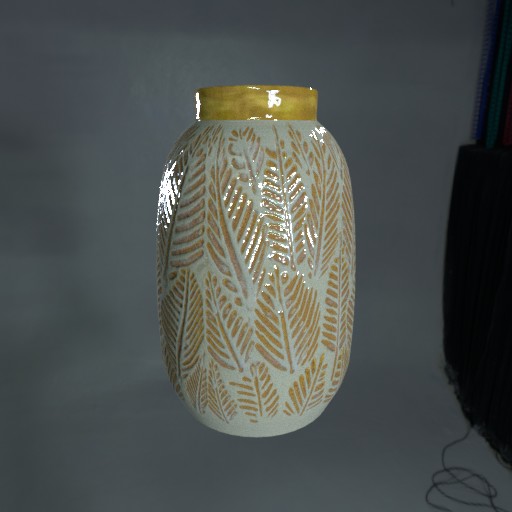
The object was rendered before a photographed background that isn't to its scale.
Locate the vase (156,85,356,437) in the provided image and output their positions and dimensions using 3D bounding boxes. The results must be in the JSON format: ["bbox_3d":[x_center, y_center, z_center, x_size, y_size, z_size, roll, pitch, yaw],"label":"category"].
[{"bbox_3d":[0.000,0.000,0.385,0.172,0.270,0.172,0,16,0],"label":"vase"}]
